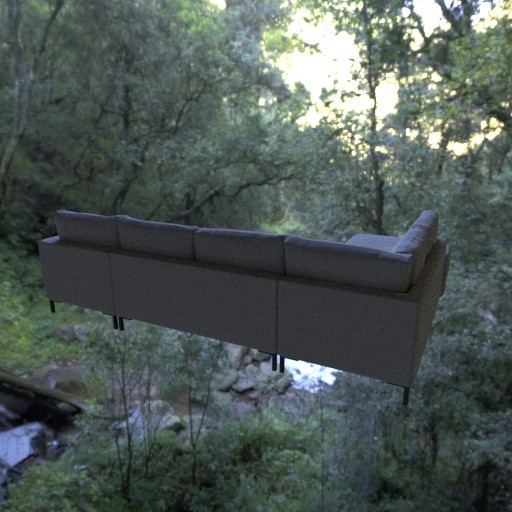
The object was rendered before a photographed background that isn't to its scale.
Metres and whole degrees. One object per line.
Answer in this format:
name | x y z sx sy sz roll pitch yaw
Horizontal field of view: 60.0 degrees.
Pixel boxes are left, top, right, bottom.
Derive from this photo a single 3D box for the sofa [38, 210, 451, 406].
sofa | 0.000 0.000 3.808 2.984 0.862 1.989 8 18 26
